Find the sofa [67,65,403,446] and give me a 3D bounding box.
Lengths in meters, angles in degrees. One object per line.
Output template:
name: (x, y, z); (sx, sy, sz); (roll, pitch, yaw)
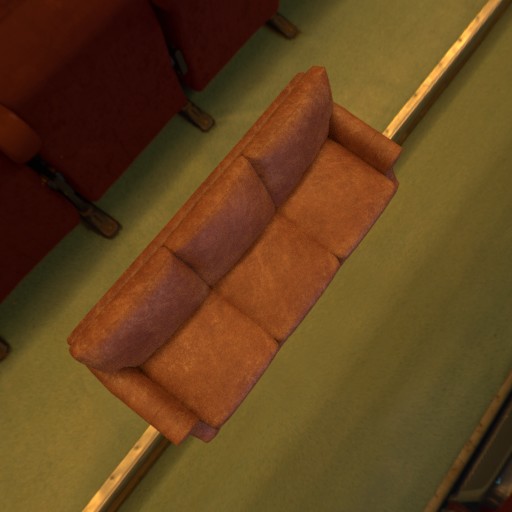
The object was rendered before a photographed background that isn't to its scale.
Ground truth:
sofa: (0.000, 0.000, 2.863); (0.973, 0.977, 2.351); (37, 78, 9)
